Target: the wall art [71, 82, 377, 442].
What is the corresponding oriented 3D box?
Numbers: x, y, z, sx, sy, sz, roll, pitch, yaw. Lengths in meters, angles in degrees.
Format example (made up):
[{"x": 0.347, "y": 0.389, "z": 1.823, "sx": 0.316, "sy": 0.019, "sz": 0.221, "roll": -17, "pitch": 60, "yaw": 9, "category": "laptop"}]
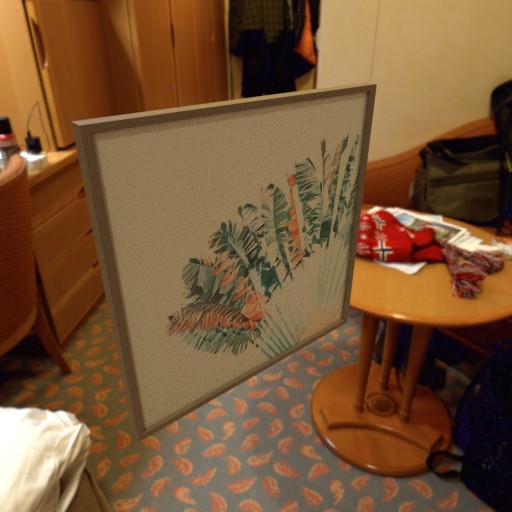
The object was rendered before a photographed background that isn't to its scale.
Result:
[{"x": 0.000, "y": 0.000, "z": 1.120, "sx": 0.761, "sy": 0.758, "sz": 0.038, "roll": -21, "pitch": 35, "yaw": -33, "category": "wall art"}]
